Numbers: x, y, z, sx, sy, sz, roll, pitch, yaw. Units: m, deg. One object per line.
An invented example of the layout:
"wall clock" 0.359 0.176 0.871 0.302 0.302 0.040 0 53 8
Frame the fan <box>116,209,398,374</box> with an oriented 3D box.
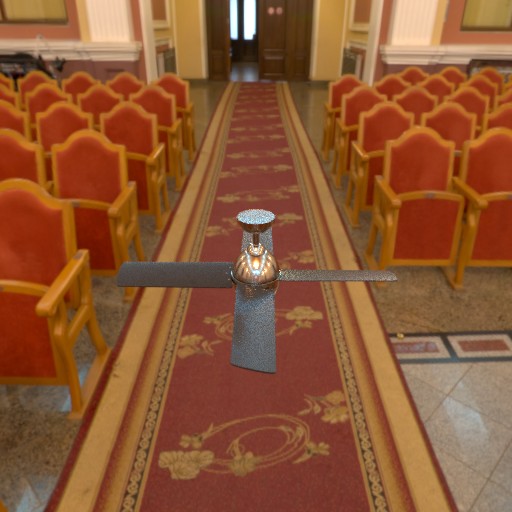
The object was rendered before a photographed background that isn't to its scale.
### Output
"fan" 0.000 0.000 2.087 1.332 0.403 1.332 0 28 1
